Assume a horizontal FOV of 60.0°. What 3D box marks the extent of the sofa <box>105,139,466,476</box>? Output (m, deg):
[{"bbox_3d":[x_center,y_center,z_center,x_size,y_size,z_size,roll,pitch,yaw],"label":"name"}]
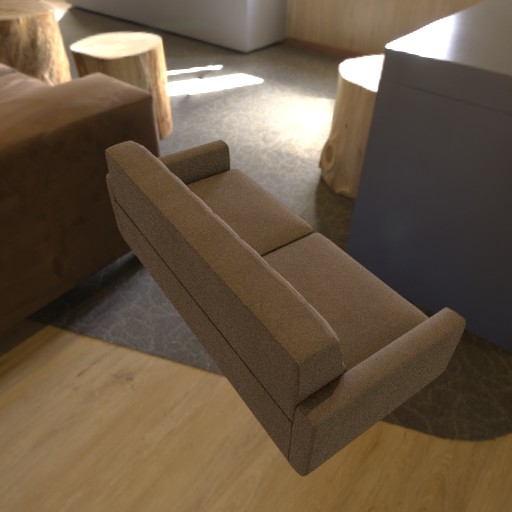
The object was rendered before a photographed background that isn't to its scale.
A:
[{"bbox_3d":[0.000,0.000,2.439,0.909,0.841,2.029,-25,47,-25],"label":"sofa"}]
